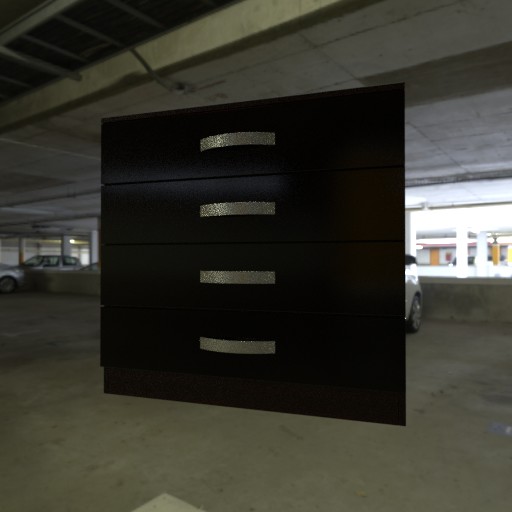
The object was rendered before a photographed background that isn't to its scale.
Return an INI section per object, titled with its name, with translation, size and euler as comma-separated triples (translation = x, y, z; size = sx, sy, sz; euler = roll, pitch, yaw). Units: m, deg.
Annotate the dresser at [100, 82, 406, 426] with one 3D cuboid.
[dresser]
translation = 0.000, 0.000, 1.178
size = 0.750, 0.720, 0.360
euler = 0, -1, 18
